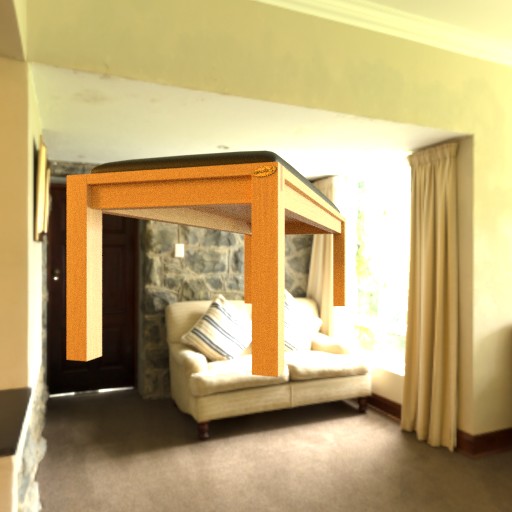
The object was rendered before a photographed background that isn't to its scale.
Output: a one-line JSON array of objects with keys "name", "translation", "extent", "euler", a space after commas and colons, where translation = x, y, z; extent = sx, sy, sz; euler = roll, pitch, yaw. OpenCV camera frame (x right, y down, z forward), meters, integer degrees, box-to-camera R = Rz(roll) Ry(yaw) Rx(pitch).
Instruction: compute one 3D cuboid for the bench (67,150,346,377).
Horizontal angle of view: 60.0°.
[{"name": "bench", "translation": [0.000, 0.000, 1.421], "extent": [0.450, 0.430, 1.202], "euler": [0, 0, 17]}]
